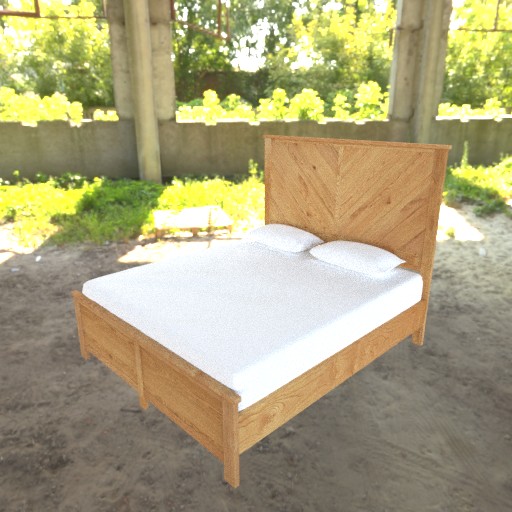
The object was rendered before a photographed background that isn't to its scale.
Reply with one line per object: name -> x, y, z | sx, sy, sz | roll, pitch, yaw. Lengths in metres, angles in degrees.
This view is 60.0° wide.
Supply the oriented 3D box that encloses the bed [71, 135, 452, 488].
bed -> 0.000, 0.000, 4.021 | 2.530, 1.938, 2.225 | -17, 25, -42
